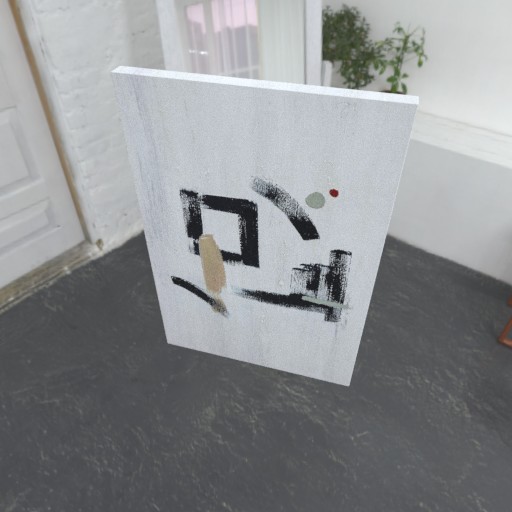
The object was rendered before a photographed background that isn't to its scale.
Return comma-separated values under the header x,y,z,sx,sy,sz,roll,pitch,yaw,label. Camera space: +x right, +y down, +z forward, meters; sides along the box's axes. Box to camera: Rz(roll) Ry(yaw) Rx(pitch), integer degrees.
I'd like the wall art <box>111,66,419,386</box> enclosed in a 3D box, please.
x,y,z,sx,sy,sz,roll,pitch,yaw,label
0.000,0.000,1.183,0.624,0.914,0.043,11,42,12,wall art
